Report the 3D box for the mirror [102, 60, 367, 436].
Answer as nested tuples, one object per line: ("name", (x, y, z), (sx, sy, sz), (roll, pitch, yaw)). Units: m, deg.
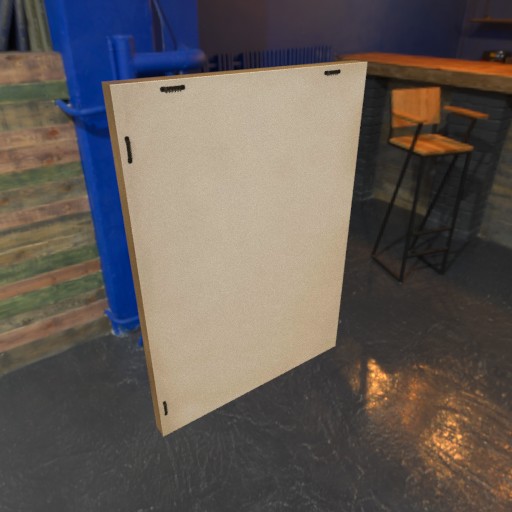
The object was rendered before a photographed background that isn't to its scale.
("mirror", (0.000, 0.000, 0.913), (0.508, 0.711, 0.039), (-19, 34, -30))
